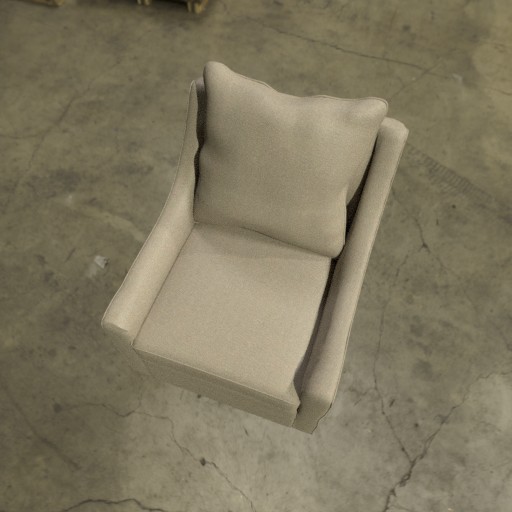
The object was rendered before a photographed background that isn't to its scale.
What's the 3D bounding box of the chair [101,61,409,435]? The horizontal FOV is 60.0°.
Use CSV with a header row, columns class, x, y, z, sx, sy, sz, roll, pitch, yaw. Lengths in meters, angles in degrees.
class,x,y,z,sx,sy,sz,roll,pitch,yaw
chair,0.000,0.000,1.568,0.760,0.942,0.876,17,60,10
